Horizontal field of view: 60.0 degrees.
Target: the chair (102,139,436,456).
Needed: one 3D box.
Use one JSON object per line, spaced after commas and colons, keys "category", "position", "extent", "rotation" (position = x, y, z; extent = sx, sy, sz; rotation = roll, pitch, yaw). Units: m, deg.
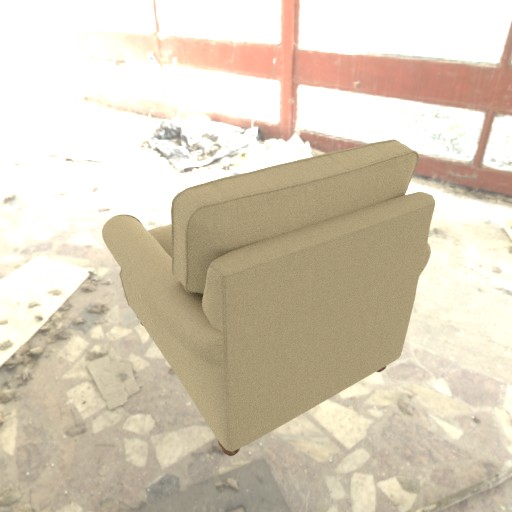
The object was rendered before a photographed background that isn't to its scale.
{"category": "chair", "position": [0.000, 0.000, 1.772], "extent": [1.029, 0.967, 0.966], "rotation": [-19, 36, -27]}
